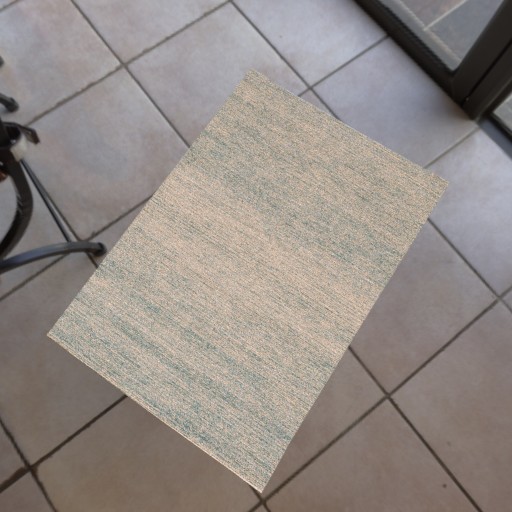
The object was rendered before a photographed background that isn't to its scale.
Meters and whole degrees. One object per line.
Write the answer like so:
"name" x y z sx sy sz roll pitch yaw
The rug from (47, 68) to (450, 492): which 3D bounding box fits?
"rug" 0.000 0.000 2.872 1.613 0.030 2.306 33 79 7
